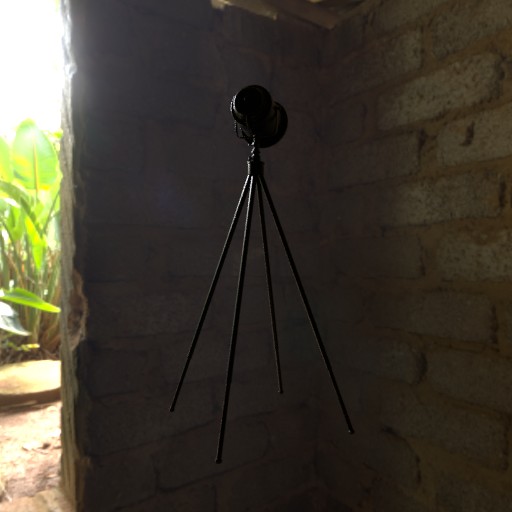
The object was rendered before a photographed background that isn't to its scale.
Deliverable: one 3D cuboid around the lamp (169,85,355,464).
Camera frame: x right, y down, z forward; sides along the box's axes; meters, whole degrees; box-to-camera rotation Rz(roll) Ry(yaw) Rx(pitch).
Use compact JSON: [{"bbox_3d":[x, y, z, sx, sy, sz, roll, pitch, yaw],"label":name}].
[{"bbox_3d":[0.000,0.000,2.009,0.879,1.504,0.884,0,0,18],"label":"lamp"}]
